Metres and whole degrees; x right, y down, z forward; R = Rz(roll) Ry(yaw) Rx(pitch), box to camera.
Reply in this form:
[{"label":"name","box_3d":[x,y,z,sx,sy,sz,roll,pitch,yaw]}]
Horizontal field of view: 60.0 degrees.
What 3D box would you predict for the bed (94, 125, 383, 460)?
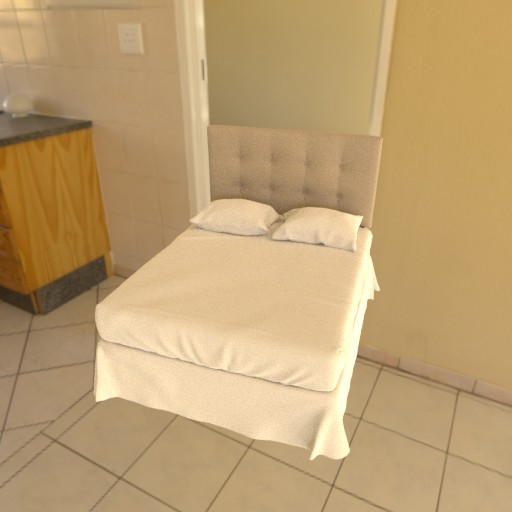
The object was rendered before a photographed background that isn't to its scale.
[{"label":"bed","box_3d":[0.000,0.000,3.524,1.936,1.577,2.222,9,29,16]}]
